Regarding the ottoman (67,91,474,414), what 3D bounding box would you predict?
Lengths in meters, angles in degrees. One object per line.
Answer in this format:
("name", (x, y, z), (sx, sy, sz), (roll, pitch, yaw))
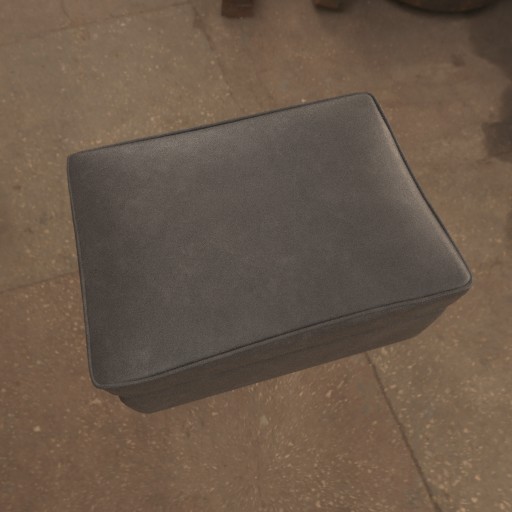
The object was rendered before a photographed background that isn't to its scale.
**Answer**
("ottoman", (0.000, 0.000, 1.095), (0.756, 0.445, 0.554), (-14, 64, -7))
